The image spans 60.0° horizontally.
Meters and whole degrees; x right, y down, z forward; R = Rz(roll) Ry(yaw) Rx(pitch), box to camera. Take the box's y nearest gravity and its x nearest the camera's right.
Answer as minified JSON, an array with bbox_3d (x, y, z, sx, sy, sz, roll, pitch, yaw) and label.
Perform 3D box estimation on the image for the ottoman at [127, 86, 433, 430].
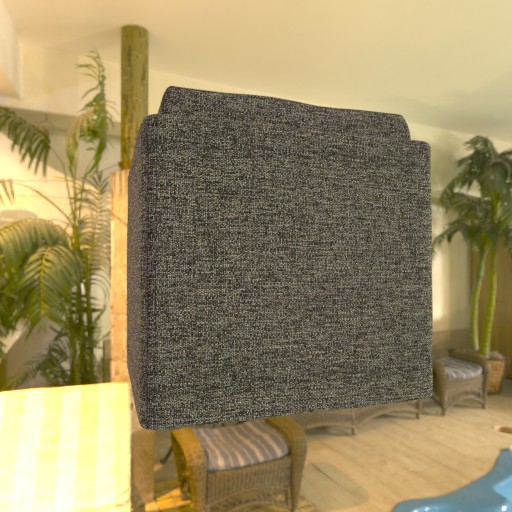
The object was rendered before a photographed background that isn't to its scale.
[{"bbox_3d":[0.000,0.000,0.824,0.450,0.463,0.450,0,-1,-18],"label":"ottoman"}]
